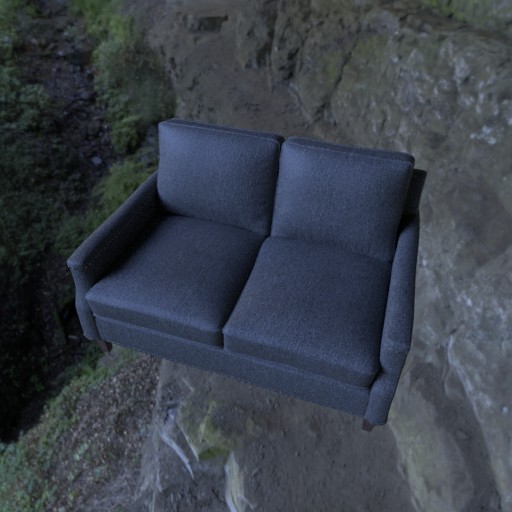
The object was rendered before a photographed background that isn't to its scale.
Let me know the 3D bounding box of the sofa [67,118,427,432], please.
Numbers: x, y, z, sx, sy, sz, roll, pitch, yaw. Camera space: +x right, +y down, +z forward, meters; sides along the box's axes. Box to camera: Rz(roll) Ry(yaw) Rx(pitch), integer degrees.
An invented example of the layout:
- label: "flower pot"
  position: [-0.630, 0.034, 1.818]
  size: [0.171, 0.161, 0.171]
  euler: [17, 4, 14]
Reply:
- label: "sofa"
  position: [0.000, 0.000, 2.314]
  size: [1.597, 1.003, 1.084]
  euler: [13, 43, 14]
